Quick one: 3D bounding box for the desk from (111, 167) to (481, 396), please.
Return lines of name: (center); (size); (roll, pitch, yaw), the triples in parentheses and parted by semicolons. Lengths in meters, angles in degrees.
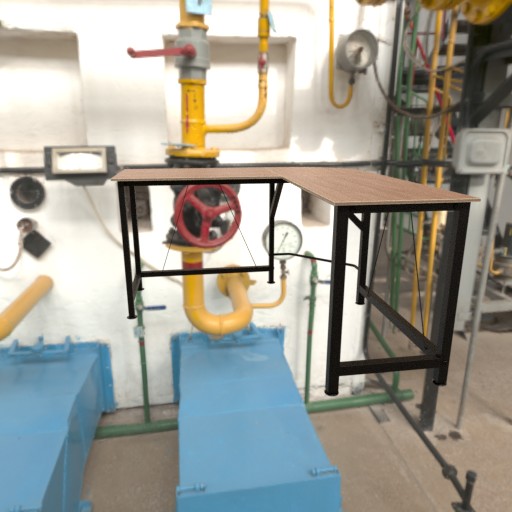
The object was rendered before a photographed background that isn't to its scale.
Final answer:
desk: (0.000, 0.000, 2.239); (1.400, 0.762, 1.400); (-2, 16, -8)
